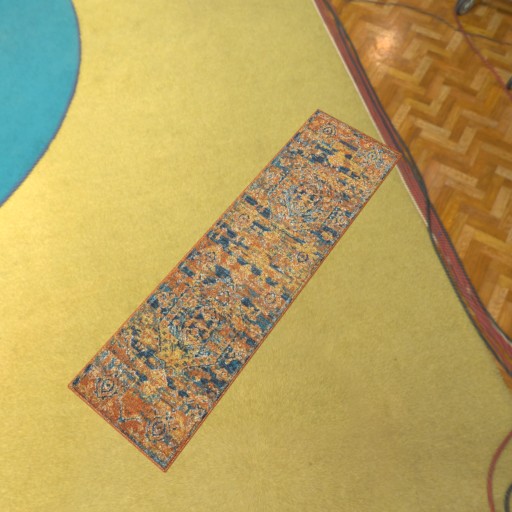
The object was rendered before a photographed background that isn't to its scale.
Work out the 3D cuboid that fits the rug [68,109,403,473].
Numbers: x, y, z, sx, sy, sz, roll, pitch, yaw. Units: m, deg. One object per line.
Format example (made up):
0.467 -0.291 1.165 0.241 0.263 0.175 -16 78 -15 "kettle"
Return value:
0.000 0.000 2.511 0.651 0.016 2.274 34 69 15 "rug"
